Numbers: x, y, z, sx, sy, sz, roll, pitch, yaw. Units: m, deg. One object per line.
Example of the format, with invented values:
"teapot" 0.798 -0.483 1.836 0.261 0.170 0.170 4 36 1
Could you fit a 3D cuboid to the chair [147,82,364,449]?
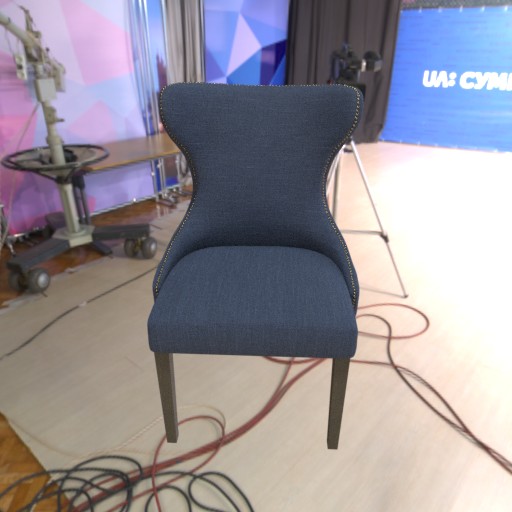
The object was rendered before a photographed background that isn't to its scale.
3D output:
"chair" 0.000 0.000 1.378 0.628 0.967 0.635 1 27 2
